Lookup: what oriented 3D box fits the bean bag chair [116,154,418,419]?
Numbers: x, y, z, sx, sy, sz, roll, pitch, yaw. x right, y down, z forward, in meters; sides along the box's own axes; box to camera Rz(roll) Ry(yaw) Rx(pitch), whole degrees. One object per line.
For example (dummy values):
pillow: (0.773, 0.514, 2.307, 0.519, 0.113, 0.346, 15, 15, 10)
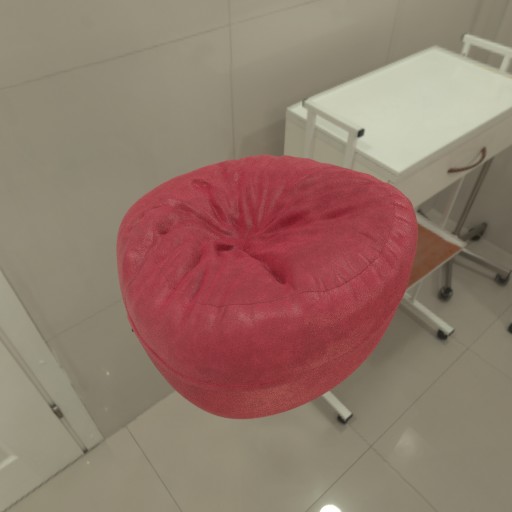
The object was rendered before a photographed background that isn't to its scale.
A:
bean bag chair: (0.000, 0.000, 2.379, 1.524, 0.878, 1.524, -31, 53, -27)
